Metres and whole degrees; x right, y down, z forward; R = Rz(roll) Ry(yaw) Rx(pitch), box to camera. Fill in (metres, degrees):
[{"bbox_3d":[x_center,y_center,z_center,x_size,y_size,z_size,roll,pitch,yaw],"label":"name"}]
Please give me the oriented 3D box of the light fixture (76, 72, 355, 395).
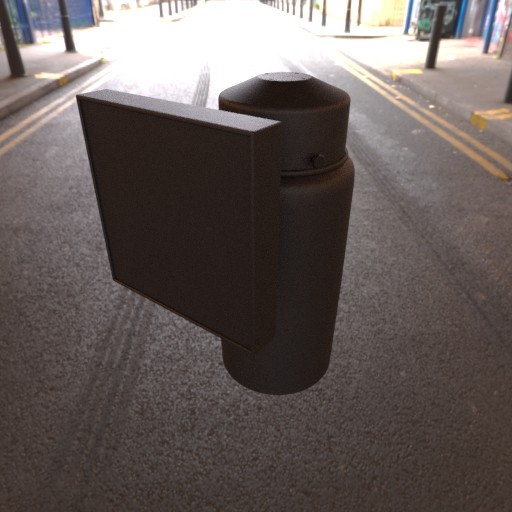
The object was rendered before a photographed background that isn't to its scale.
[{"bbox_3d":[0.000,0.000,0.349,0.130,0.257,0.176,21,37,31],"label":"light fixture"}]
